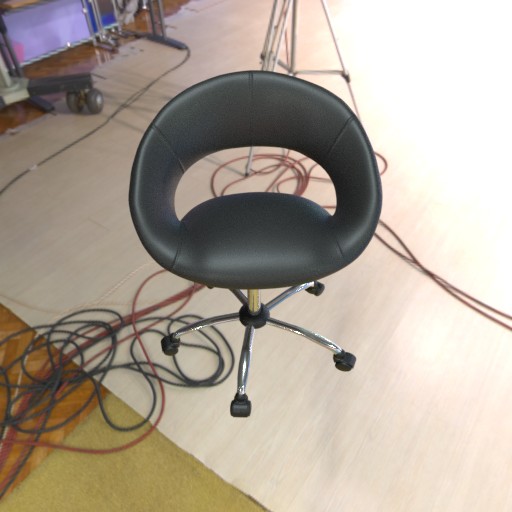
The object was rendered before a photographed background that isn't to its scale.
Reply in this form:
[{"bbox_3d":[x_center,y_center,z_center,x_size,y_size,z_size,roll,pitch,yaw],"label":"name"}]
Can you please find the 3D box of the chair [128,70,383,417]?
[{"bbox_3d":[0.000,0.000,1.167,0.612,0.791,0.538,-2,46,-2],"label":"chair"}]
